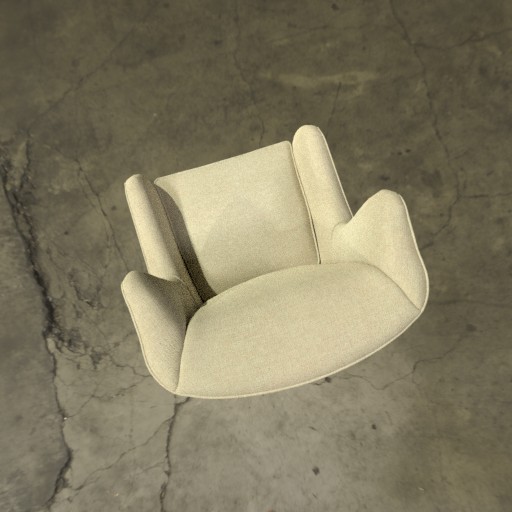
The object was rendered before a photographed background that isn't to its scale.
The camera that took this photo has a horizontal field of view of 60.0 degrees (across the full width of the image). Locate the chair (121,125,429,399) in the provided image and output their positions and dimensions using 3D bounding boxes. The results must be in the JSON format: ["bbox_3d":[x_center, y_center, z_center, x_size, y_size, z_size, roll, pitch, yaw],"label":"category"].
[{"bbox_3d":[0.000,0.000,1.736,0.838,1.040,0.966,-17,77,-4],"label":"chair"}]
